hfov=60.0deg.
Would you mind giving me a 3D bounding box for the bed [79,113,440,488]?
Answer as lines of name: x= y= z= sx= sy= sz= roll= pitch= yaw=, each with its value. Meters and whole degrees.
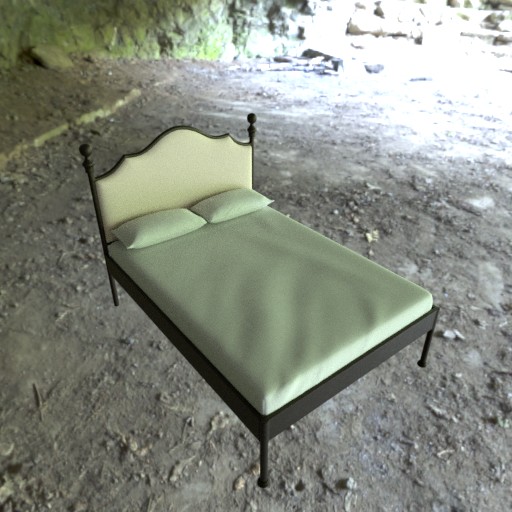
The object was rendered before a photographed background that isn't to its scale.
bed: x=0.000 y=0.000 z=3.331 sx=1.642 sy=1.499 sz=2.224 roll=-22 pitch=37 yaw=-32
